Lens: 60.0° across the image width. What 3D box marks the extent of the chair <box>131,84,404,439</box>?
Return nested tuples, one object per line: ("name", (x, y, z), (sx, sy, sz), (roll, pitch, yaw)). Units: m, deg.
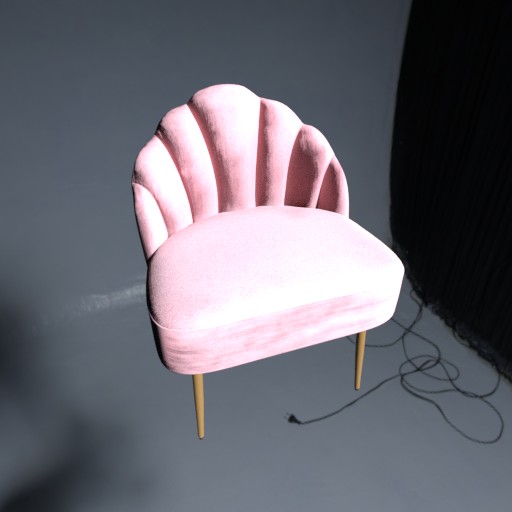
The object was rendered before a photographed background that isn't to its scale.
("chair", (0.000, 0.000, 1.270), (0.657, 0.819, 0.599), (-11, 35, -16))
